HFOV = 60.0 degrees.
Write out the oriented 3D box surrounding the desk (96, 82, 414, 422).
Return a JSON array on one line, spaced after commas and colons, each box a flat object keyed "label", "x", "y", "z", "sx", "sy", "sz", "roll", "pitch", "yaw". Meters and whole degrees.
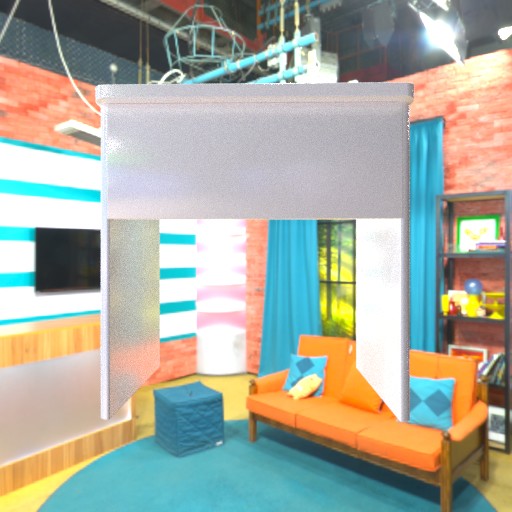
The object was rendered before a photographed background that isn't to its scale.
[{"label": "desk", "x": 0.000, "y": 0.000, "z": 1.299, "sx": 0.762, "sy": 0.800, "sz": 0.549, "roll": 0, "pitch": 0, "yaw": 1}]
